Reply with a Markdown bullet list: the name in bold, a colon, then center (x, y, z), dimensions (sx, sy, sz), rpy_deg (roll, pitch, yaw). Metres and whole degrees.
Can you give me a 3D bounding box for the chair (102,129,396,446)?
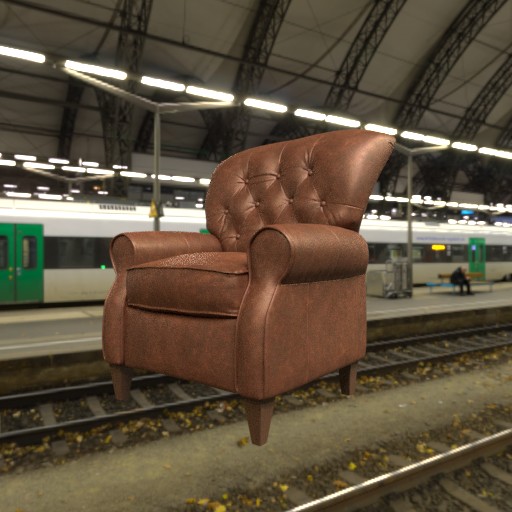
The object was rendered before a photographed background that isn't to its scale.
- **chair**: center (0.000, 0.000, 1.932), dimensions (0.979, 1.162, 1.031), rpy_deg (0, 0, 38)
